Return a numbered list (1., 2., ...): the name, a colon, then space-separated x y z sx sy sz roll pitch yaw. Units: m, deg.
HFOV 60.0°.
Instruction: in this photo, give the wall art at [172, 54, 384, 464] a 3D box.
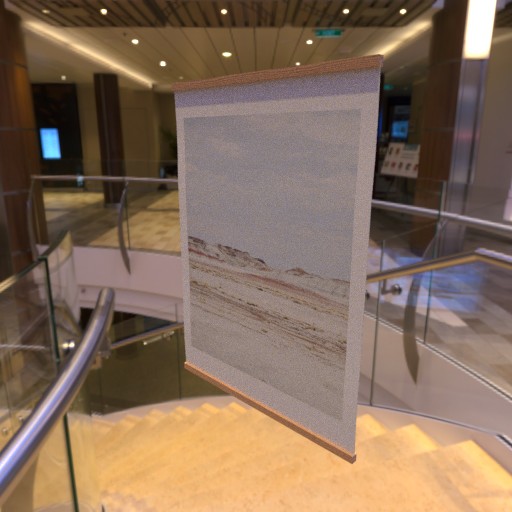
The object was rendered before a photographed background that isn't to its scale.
1. wall art: 0.000 0.000 1.315 0.739 1.016 0.020 14 20 42
